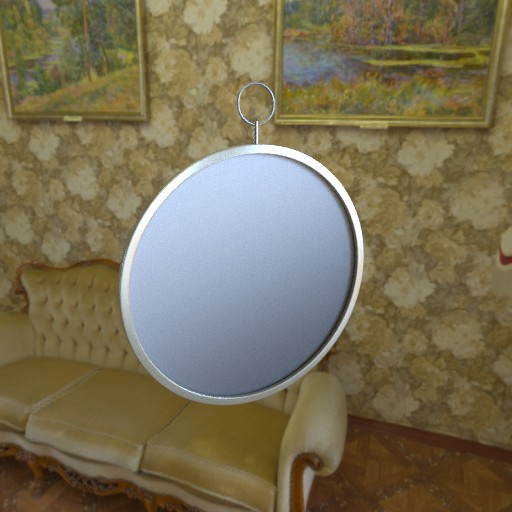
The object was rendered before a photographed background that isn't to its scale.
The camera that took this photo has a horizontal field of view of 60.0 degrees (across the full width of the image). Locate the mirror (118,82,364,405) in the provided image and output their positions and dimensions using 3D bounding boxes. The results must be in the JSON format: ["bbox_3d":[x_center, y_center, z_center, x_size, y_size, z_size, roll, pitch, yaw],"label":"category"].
[{"bbox_3d":[0.000,0.000,0.970,0.594,0.713,0.020,-8,18,-26],"label":"mirror"}]
